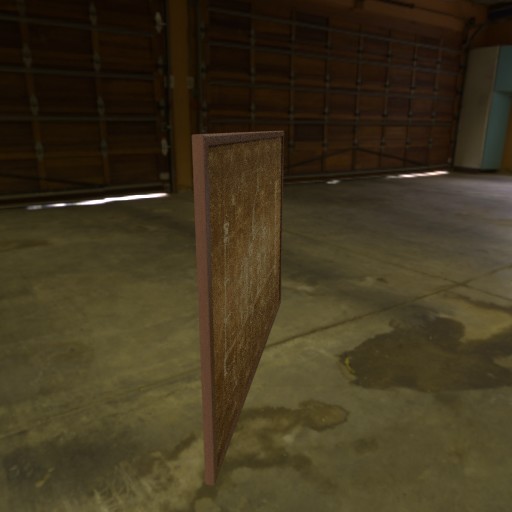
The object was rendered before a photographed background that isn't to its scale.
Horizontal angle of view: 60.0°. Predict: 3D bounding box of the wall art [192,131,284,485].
[{"bbox_3d":[0.000,0.000,0.845,0.014,0.455,0.660,3,16,10],"label":"wall art"}]
